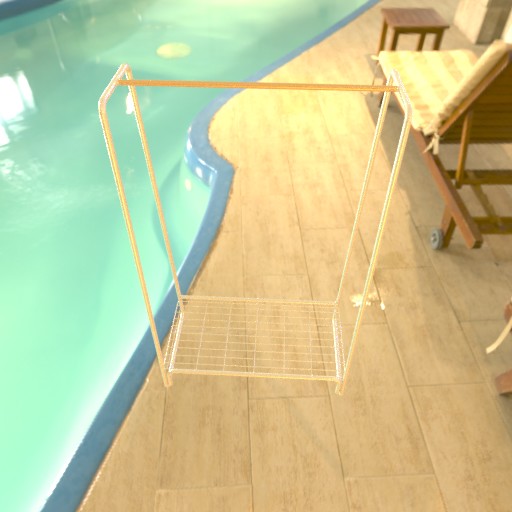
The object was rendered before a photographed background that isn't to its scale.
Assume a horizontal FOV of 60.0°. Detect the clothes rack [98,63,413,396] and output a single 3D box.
[{"bbox_3d":[0.000,0.000,1.883,0.900,1.500,0.495,2,46,2],"label":"clothes rack"}]
